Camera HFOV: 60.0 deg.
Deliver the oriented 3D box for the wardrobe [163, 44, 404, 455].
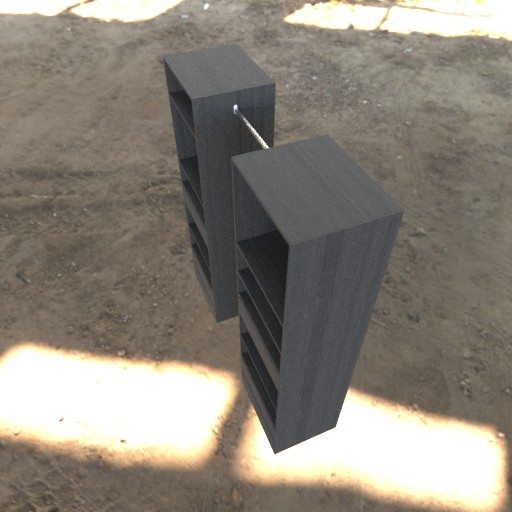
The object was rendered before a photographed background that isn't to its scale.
[{"bbox_3d":[0.000,0.000,2.909,0.480,2.000,1.770,-17,49,-16],"label":"wardrobe"}]
